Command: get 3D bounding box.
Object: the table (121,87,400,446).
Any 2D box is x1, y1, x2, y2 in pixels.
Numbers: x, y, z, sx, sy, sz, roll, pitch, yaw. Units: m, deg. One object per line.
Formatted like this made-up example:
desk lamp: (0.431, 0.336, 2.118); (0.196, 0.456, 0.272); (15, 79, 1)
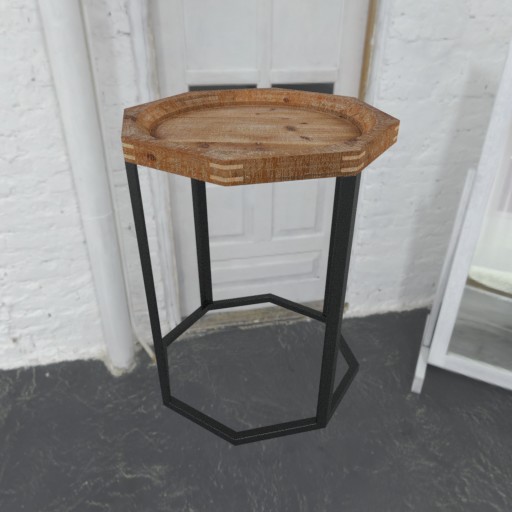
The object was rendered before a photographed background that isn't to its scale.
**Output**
table: (0.000, 0.000, 0.867); (0.458, 0.543, 0.458); (-20, 37, -30)
